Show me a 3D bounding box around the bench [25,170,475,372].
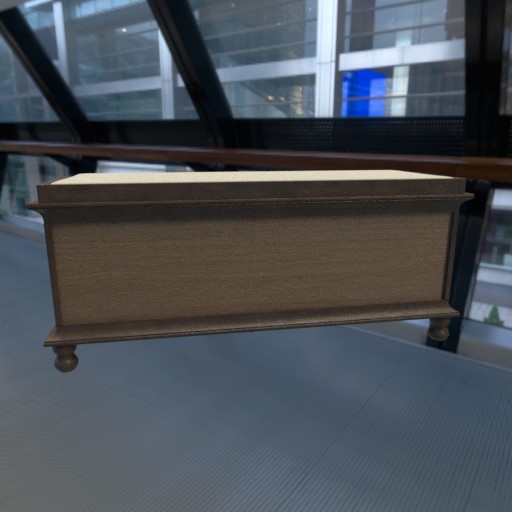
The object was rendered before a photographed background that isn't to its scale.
[{"bbox_3d":[0.000,0.000,1.393,1.185,0.501,0.402,-3,15,-10],"label":"bench"}]
